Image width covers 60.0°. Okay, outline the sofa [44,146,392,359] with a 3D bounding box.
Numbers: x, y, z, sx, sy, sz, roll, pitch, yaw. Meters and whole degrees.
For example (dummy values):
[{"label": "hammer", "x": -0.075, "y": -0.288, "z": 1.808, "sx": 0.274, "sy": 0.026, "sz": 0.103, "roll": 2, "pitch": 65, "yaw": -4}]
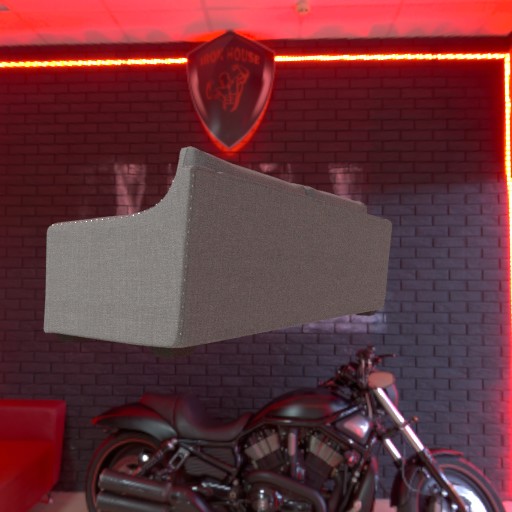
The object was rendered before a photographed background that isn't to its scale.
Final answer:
[{"label": "sofa", "x": 0.000, "y": 0.000, "z": 2.758, "sx": 1.000, "sy": 0.857, "sz": 2.208, "roll": -1, "pitch": -2, "yaw": 35}]
